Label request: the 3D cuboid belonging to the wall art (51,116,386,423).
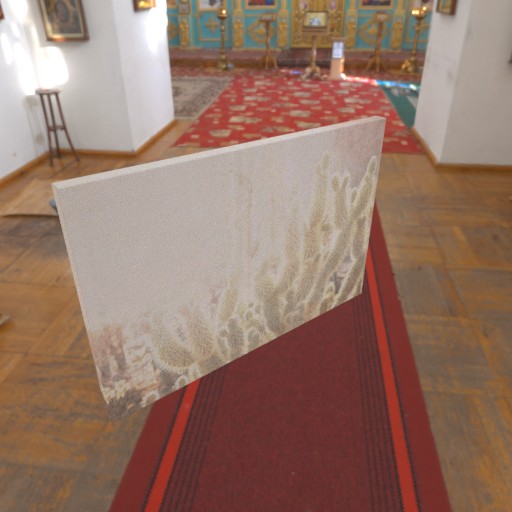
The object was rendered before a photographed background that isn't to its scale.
[{"bbox_3d":[0.000,0.000,1.188,0.916,0.608,0.040,-21,36,-32],"label":"wall art"}]
